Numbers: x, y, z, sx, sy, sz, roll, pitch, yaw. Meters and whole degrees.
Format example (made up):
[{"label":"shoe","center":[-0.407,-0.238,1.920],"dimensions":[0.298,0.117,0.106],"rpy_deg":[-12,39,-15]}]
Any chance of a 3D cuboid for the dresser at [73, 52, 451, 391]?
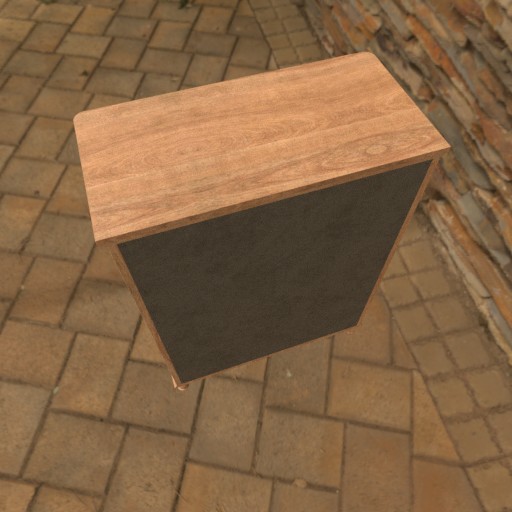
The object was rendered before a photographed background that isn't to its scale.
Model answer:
[{"label":"dresser","center":[0.000,0.000,1.813],"dimensions":[0.973,1.318,0.484],"rpy_deg":[-16,58,-10]}]
